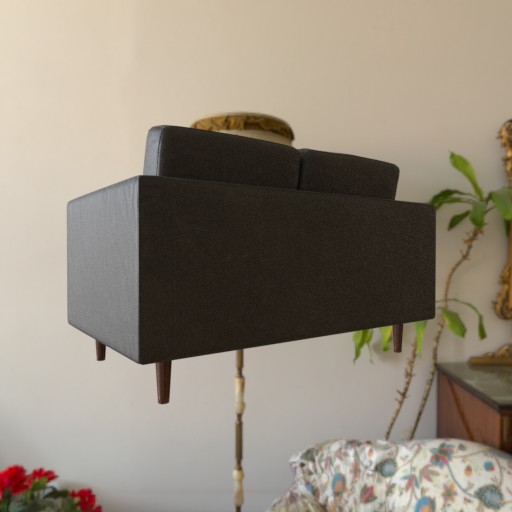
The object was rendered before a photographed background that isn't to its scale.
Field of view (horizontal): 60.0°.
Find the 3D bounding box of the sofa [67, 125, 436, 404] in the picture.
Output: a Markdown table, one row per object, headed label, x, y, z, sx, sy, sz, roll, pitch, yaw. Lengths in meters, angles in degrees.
| label | x | y | z | sx | sy | sz | roll | pitch | yaw |
| --- | --- | --- | --- | --- | --- | --- | --- | --- | --- |
| sofa | 0.000 | 0.000 | 1.994 | 1.430 | 0.899 | 0.879 | -1 | 1 | -36 |
